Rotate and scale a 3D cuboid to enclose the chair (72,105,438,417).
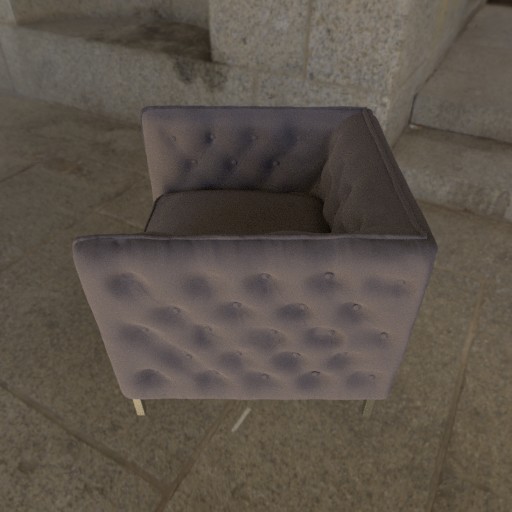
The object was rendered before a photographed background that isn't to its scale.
[{"bbox_3d":[0.000,0.000,1.618,0.913,0.807,0.946,0,40,0],"label":"chair"}]
